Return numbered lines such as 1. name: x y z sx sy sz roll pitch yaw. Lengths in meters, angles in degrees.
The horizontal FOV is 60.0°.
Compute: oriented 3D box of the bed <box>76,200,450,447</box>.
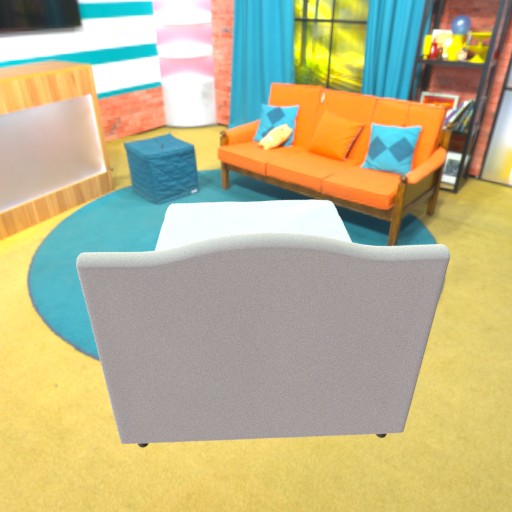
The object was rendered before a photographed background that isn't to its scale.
1. bed: 0.000 0.000 3.271 1.753 1.460 2.143 -1 31 -2
